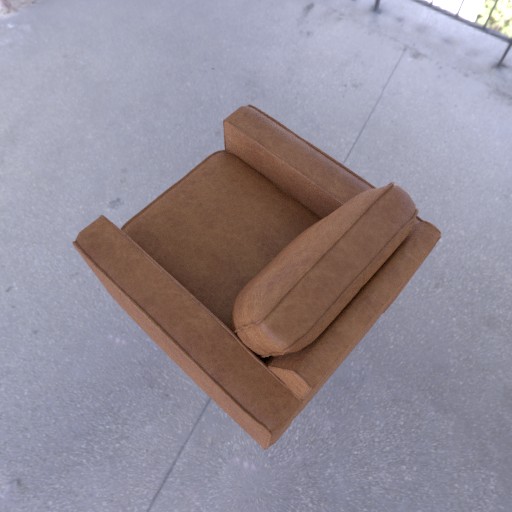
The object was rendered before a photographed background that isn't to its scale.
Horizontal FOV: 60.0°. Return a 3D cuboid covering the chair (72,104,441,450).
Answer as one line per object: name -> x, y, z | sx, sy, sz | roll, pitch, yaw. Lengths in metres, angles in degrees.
chair -> 0.000, 0.000, 1.726 | 1.027, 0.901, 0.987 | 36, 68, 17
